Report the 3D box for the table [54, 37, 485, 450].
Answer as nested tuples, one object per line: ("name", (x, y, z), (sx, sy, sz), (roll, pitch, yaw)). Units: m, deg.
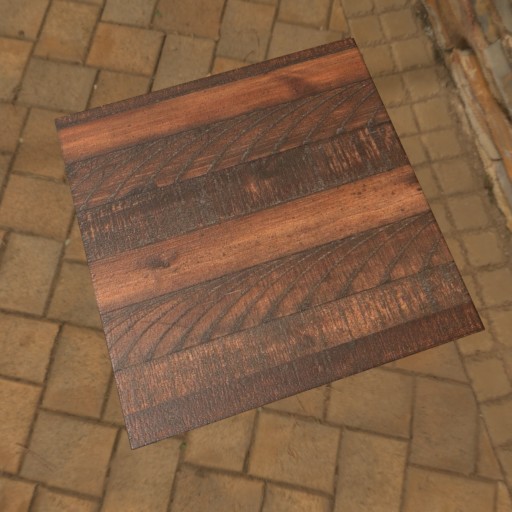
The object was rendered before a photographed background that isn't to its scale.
("table", (0.000, 0.000, 0.945), (0.548, 0.482, 0.553), (-17, 76, -5))
